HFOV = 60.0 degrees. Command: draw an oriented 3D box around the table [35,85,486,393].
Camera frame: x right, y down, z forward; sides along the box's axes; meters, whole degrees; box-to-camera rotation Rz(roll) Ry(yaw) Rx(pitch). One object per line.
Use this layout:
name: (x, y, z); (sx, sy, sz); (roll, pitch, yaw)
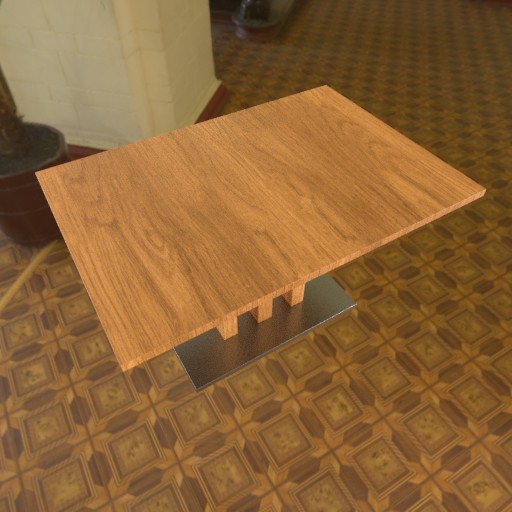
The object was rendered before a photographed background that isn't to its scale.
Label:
table: (0.000, 0.000, 1.830); (1.300, 0.770, 0.900); (-24, 51, -21)
